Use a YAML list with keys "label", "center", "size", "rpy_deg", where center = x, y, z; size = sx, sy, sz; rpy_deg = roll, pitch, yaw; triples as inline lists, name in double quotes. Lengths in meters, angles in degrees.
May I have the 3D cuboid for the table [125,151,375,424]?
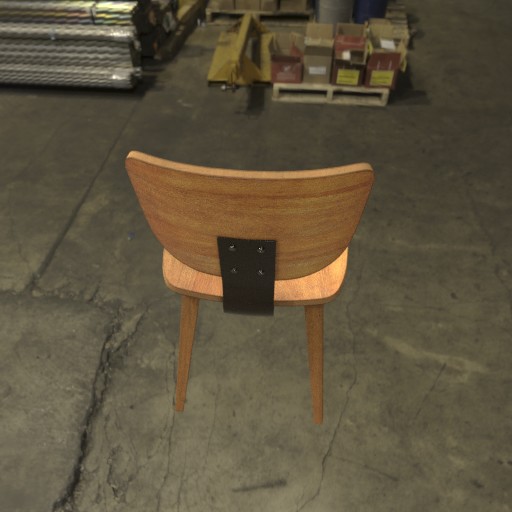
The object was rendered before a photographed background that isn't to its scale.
- label: "table"
  center: [0.000, 0.000, 1.133]
  size: [0.499, 0.805, 0.500]
  rpy_deg: [4, 47, 4]
